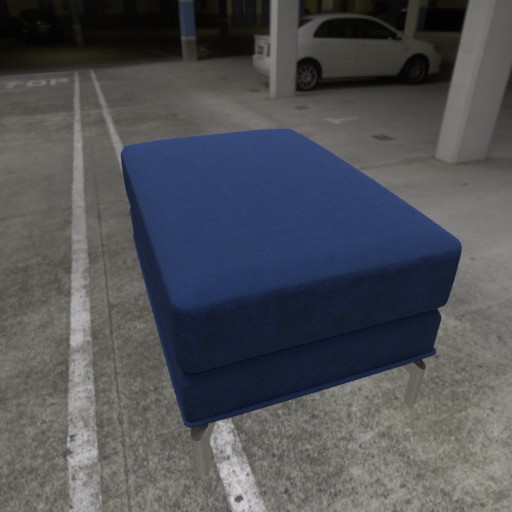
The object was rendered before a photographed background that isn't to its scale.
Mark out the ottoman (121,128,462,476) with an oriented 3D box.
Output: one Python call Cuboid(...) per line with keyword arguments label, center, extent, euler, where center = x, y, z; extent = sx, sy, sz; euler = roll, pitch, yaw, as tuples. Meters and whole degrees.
Cuboid(label="ottoman", center=(0.000, 0.000, 1.199), extent=(0.587, 0.498, 0.835), euler=(-11, 33, -17))
